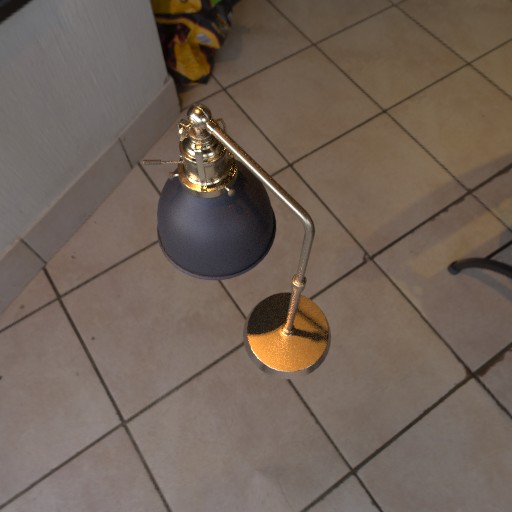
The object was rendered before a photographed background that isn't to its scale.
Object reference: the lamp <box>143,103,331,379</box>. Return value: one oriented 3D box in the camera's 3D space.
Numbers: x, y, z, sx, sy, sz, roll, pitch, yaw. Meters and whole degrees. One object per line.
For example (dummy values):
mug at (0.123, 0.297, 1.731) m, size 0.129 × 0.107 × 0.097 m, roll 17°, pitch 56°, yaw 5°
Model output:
lamp at (0.000, 0.000, 0.588) m, size 0.291 × 0.456 × 0.160 m, roll 34°, pitch 69°, yaw 15°
